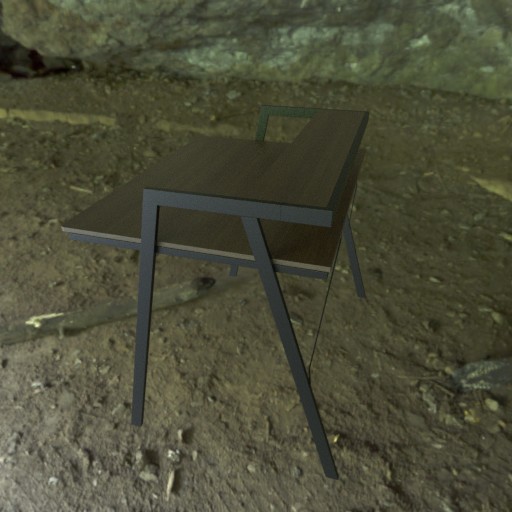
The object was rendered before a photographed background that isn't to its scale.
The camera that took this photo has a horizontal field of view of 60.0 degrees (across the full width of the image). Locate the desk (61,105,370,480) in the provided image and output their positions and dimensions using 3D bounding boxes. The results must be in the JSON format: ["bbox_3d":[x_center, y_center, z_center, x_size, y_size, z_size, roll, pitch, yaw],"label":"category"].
[{"bbox_3d":[0.000,0.000,1.869,0.936,0.998,1.143,9,31,14],"label":"desk"}]
